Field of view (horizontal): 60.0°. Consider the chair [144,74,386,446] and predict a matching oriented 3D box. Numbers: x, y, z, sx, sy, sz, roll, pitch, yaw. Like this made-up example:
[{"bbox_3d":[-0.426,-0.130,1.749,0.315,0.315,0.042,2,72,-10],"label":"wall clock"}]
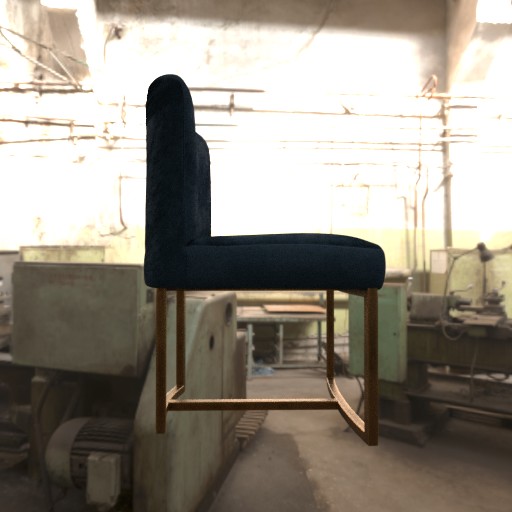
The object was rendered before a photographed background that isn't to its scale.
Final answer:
[{"bbox_3d":[0.000,0.000,1.200,0.560,0.824,0.530,0,-1,-1],"label":"chair"}]
